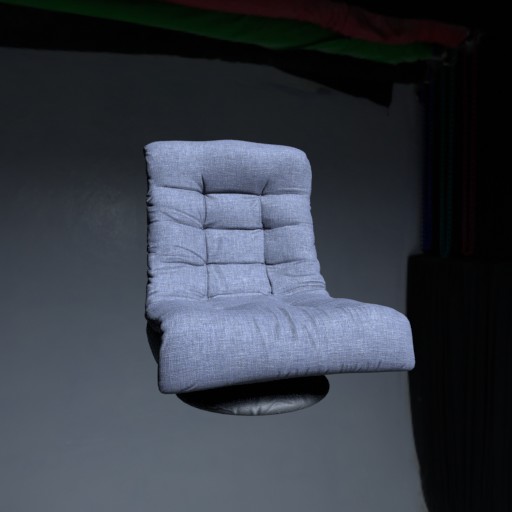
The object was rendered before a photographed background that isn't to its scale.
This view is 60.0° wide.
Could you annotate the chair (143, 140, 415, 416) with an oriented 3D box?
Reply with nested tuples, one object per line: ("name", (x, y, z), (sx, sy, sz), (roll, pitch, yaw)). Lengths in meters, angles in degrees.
("chair", (0.000, 0.000, 1.232), (0.597, 0.749, 0.668), (-1, 2, -18))
